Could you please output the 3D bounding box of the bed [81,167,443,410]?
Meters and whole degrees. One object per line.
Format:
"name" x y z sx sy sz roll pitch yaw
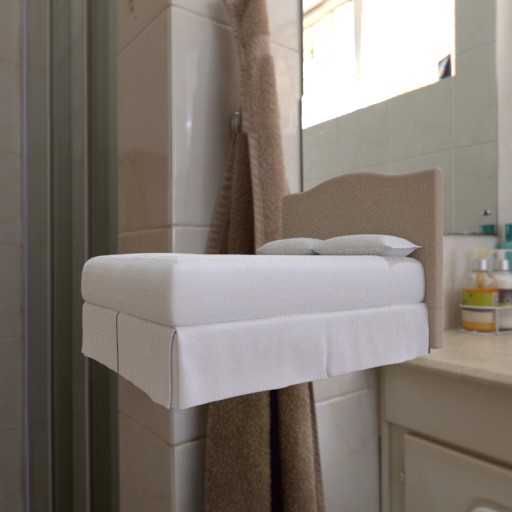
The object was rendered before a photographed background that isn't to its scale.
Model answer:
"bed" 0.000 0.000 3.173 2.052 1.398 1.678 0 0 -36
